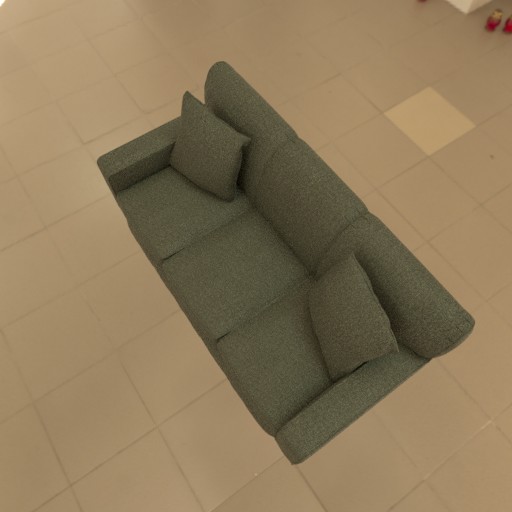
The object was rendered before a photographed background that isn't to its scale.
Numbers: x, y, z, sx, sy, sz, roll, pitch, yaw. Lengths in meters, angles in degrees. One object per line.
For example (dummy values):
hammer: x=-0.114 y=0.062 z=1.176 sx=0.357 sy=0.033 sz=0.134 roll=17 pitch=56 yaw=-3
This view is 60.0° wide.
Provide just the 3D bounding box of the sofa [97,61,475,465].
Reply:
sofa: x=0.000 y=0.000 z=2.528 sx=0.997 sy=0.958 sz=2.024 roll=-32 pitch=68 yaw=-15
